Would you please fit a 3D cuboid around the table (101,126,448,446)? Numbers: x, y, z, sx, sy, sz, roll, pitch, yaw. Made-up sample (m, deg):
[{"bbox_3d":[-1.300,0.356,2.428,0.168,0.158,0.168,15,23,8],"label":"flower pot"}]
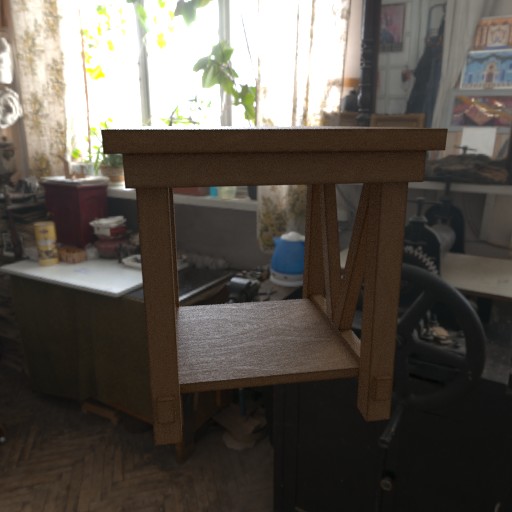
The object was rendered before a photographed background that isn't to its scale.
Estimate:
[{"bbox_3d":[0.000,0.000,1.143,0.610,0.638,0.612,-3,17,-9],"label":"table"}]
